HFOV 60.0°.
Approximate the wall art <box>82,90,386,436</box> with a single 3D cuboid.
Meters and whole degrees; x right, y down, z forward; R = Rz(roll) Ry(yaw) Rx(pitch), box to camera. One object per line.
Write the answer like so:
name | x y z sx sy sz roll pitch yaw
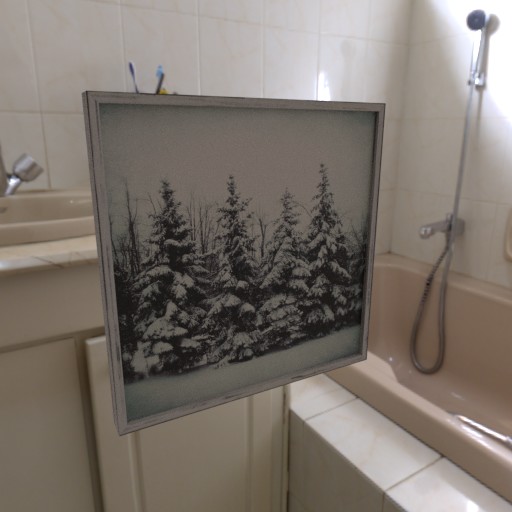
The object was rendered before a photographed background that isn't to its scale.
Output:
wall art | 0.000 0.000 0.755 0.506 0.506 0.038 -8 17 -28
